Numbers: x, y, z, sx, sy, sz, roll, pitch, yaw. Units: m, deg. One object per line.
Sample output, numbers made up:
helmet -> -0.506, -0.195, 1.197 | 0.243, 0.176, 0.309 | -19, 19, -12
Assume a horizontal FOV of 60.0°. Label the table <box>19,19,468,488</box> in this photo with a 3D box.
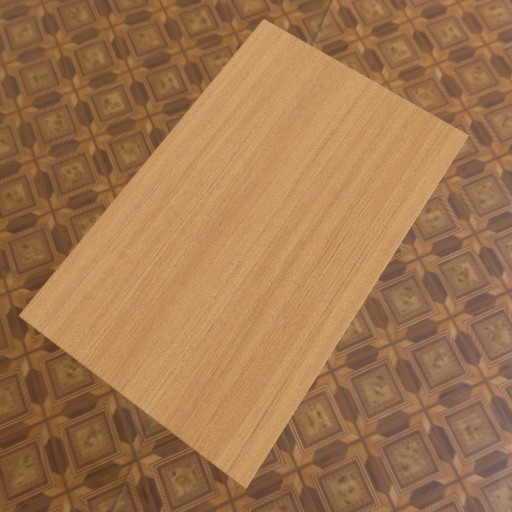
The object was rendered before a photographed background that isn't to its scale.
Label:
table -> 0.000, 0.000, 1.538 | 0.700, 0.734, 1.100 | 34, 78, 8
